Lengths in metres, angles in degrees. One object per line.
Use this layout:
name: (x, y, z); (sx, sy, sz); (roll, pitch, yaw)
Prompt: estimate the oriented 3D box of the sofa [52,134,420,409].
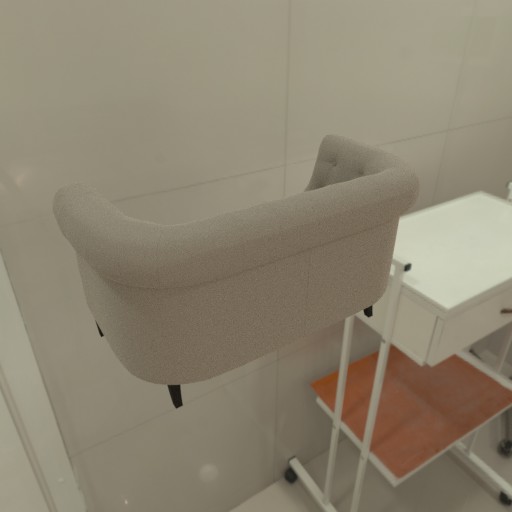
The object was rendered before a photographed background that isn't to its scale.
sofa: (0.000, 0.000, 2.060); (1.558, 0.827, 0.835); (-18, 34, -28)
